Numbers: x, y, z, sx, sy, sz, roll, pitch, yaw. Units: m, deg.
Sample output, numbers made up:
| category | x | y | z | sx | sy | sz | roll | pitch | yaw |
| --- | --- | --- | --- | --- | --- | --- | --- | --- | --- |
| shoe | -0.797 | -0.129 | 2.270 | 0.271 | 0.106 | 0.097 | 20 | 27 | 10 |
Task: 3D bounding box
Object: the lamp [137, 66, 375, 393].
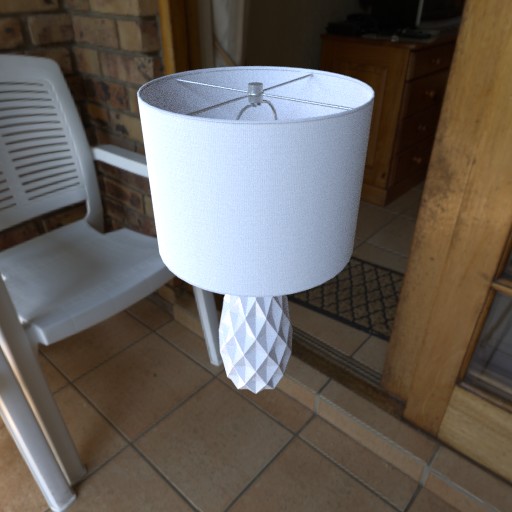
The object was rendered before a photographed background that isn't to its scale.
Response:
| category | x | y | z | sx | sy | sz | roll | pitch | yaw |
| --- | --- | --- | --- | --- | --- | --- | --- | --- | --- |
| lamp | 0.000 | 0.000 | 0.707 | 0.297 | 0.522 | 0.297 | 0 | 33 | 0 |
